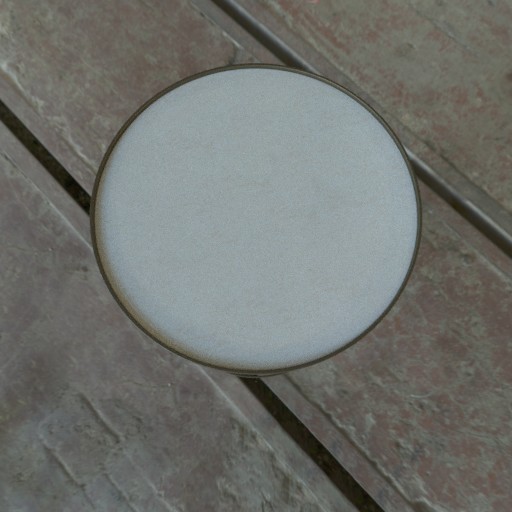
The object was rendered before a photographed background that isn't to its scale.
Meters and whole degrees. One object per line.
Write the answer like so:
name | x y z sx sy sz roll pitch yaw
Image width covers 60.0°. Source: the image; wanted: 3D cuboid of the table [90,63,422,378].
table | 0.000 0.000 0.913 0.480 0.565 0.480 0 74 0
